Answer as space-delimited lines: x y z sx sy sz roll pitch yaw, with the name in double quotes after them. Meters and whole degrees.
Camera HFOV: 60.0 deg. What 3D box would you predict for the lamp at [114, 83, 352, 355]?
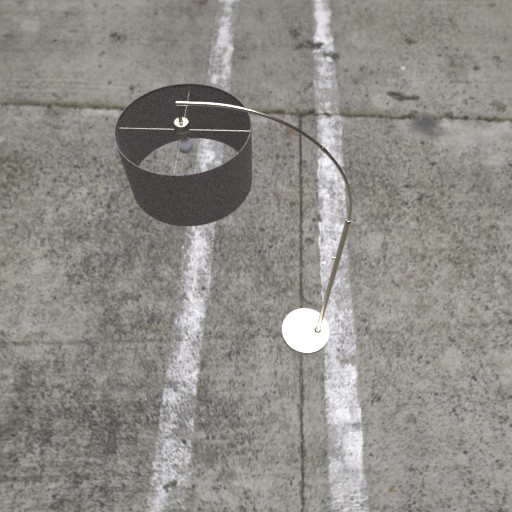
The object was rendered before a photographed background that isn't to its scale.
0.000 0.000 2.109 0.934 1.735 0.452 2 57 1 "lamp"
